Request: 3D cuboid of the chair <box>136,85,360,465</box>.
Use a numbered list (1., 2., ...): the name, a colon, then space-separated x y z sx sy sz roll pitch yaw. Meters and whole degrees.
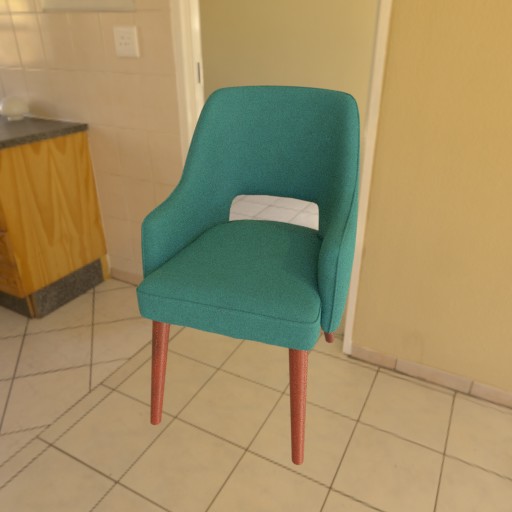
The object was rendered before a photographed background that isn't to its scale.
1. chair: 0.000 0.000 1.260 0.548 0.849 0.605 8 28 16
